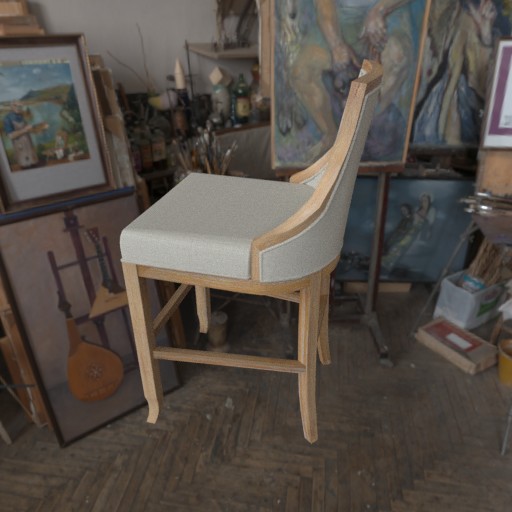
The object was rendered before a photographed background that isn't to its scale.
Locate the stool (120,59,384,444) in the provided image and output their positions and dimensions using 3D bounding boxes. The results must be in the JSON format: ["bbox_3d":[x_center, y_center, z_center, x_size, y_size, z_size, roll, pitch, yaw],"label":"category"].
[{"bbox_3d":[0.000,0.000,1.381,0.626,1.101,0.524,7,30,13],"label":"stool"}]
